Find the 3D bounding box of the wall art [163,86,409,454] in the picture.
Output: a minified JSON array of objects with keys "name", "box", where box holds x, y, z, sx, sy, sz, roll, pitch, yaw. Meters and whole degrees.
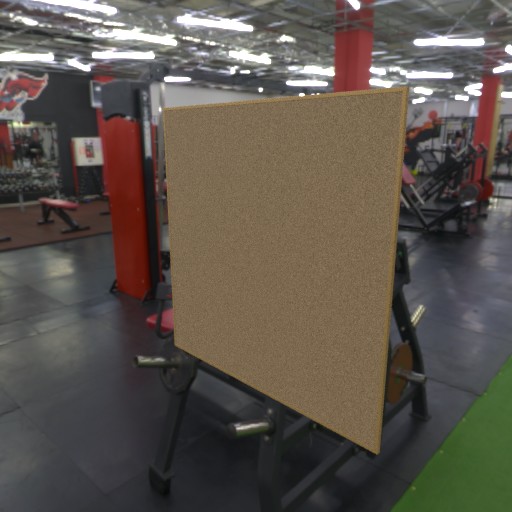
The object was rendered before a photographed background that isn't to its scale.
[{"name":"wall art","box":[0.000,0.000,1.440,0.962,0.959,0.013,14,20,43]}]
